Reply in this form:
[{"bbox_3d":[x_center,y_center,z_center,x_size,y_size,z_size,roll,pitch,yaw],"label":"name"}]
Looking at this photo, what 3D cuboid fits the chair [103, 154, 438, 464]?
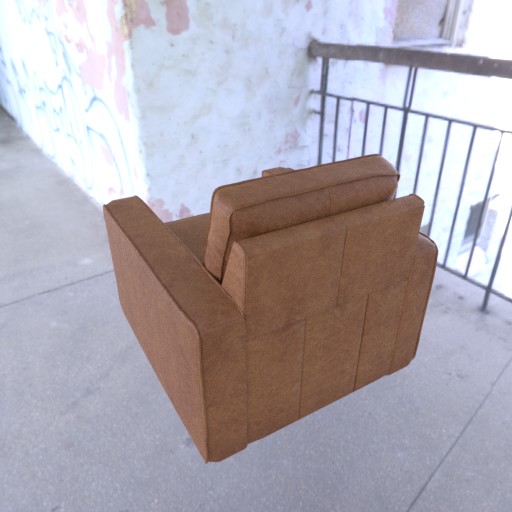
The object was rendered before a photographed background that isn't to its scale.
[{"bbox_3d":[0.000,0.000,1.769,0.987,0.901,1.027,-18,35,-29],"label":"chair"}]
